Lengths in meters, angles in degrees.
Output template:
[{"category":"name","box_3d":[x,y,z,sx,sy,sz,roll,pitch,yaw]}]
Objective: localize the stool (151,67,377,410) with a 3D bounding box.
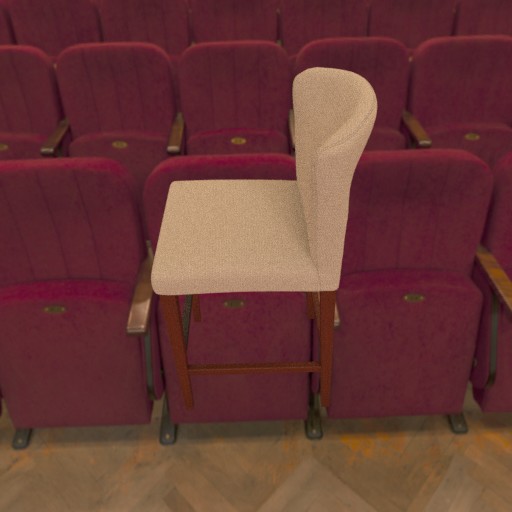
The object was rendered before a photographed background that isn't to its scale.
[{"category":"stool","box_3d":[0.000,0.000,1.403,0.568,1.069,0.481,-1,41,-1]}]
